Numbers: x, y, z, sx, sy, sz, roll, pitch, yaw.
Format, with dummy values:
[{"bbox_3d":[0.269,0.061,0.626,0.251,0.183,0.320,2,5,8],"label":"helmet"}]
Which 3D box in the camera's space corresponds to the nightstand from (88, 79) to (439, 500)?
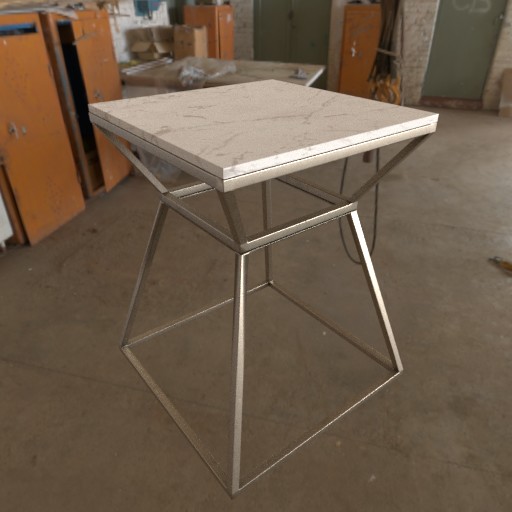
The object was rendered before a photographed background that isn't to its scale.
[{"bbox_3d":[0.000,0.000,0.858,0.455,0.554,0.455,-22,37,-32],"label":"nightstand"}]
